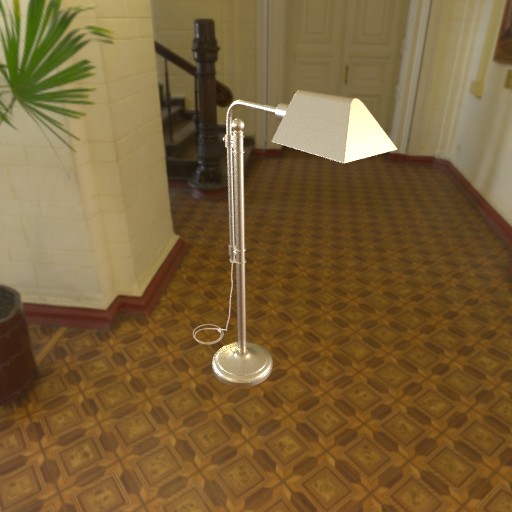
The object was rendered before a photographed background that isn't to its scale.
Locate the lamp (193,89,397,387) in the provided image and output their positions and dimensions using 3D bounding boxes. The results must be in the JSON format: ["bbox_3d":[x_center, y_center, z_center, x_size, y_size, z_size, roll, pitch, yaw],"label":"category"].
[{"bbox_3d":[0.000,0.000,0.965,0.159,0.708,0.546,-20,34,-32],"label":"lamp"}]
